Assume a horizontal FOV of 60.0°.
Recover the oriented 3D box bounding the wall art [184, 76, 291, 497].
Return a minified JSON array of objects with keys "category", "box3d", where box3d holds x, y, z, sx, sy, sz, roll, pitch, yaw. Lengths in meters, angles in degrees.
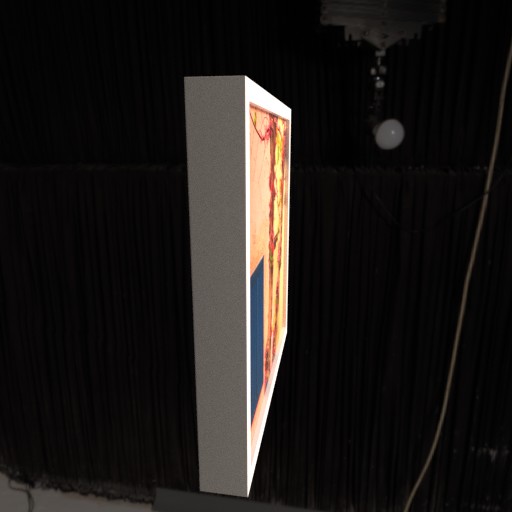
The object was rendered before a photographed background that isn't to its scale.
[{"category":"wall art","box3d":[0.000,0.000,0.450,0.038,0.302,0.305,2,15,9]}]
